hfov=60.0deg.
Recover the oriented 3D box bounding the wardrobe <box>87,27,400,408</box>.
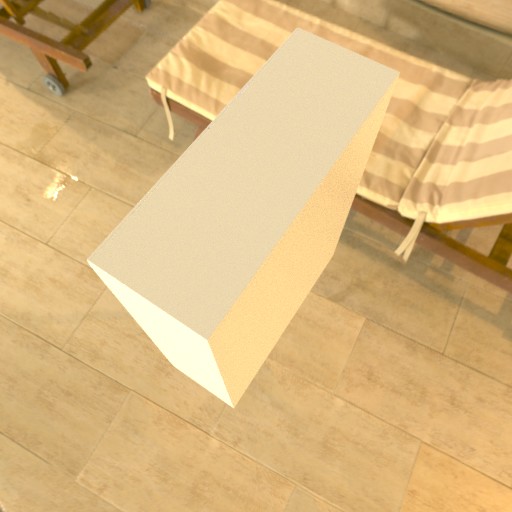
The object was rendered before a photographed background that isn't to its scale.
[{"bbox_3d":[0.000,0.000,1.646,0.360,1.200,0.900,31,68,14],"label":"wardrobe"}]
